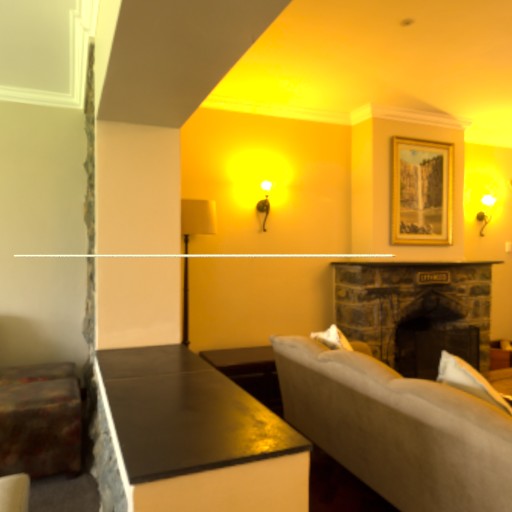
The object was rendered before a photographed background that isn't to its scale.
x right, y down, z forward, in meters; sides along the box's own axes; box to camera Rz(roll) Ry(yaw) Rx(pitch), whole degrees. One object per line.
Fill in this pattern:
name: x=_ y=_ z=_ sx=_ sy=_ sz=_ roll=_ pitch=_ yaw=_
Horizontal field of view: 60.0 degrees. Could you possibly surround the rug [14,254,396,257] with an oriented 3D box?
rug: x=0.000 y=0.000 z=3.902 sx=2.353 sy=0.014 sz=2.945 roll=0 pitch=0 yaw=18
